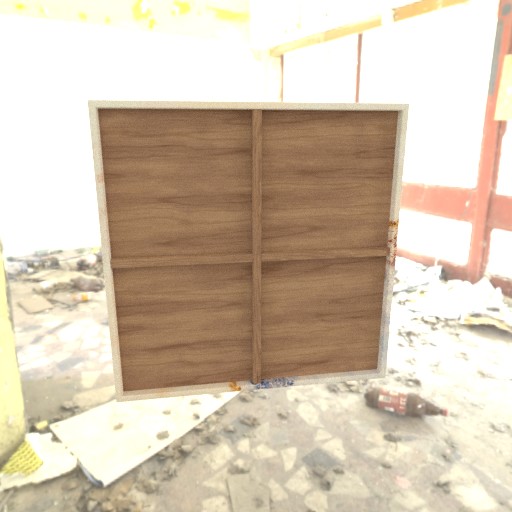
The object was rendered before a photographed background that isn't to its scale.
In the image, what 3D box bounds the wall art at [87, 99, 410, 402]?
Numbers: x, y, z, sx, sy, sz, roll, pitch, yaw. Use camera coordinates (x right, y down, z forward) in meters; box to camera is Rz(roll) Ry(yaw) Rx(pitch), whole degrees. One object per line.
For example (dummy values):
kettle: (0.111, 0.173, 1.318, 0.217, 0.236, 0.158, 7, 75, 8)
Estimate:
wall art: (0.000, 0.000, 1.615, 1.061, 1.061, 0.071, -3, 16, -9)
